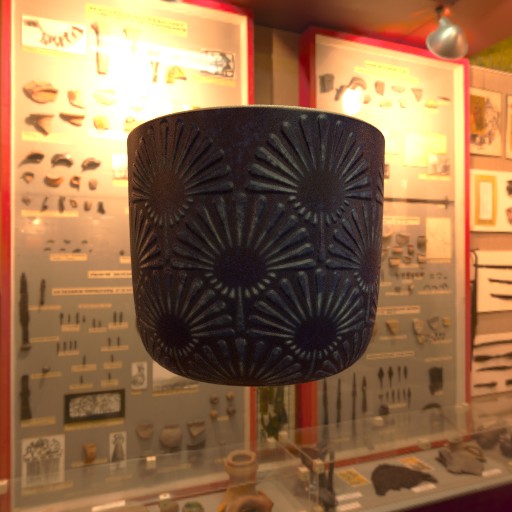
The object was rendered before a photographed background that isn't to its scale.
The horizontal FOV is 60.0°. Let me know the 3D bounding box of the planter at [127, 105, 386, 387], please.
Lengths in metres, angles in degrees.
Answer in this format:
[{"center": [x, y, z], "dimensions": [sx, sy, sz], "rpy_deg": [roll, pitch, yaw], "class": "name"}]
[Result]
[{"center": [0.000, 0.000, 0.221], "dimensions": [0.124, 0.109, 0.124], "rpy_deg": [0, 0, 0], "class": "planter"}]
